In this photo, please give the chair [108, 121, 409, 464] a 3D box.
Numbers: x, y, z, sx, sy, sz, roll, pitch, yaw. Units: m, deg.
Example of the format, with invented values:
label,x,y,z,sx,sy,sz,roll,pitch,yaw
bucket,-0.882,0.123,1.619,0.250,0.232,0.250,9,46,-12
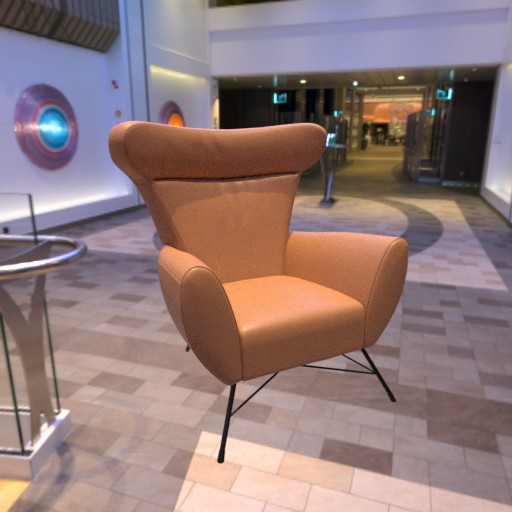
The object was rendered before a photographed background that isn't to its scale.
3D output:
label,x,y,z,sx,sy,sz,roll,pitch,yaw
chair,0.000,0.000,1.798,0.980,1.050,0.900,-8,17,-26
